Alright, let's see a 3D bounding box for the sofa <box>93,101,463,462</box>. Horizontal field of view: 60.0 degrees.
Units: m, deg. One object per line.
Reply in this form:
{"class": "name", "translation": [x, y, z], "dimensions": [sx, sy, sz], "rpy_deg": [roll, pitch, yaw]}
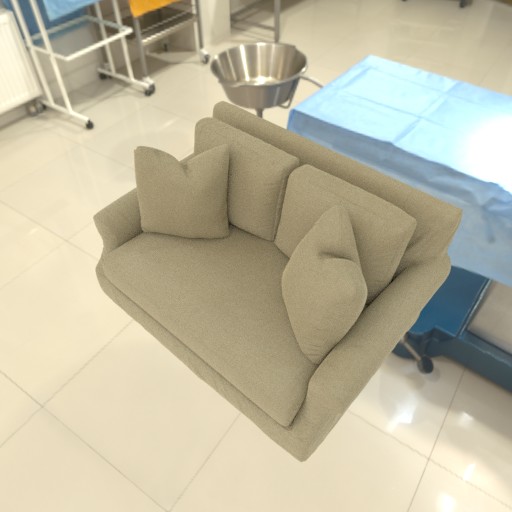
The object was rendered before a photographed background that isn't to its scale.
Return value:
{"class": "sofa", "translation": [0.000, 0.000, 2.180], "dimensions": [1.550, 0.905, 1.070], "rpy_deg": [33, 55, 27]}
